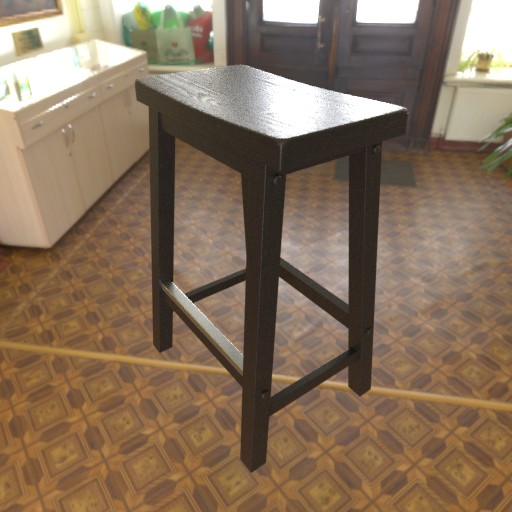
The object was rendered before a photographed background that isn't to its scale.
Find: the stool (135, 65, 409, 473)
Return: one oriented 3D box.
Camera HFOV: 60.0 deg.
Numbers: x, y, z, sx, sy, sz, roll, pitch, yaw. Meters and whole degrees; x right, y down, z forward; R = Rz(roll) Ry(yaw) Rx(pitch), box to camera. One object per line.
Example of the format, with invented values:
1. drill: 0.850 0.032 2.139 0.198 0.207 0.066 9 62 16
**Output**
1. stool: 0.000 0.000 0.855 0.322 0.610 0.406 -22 39 -30
